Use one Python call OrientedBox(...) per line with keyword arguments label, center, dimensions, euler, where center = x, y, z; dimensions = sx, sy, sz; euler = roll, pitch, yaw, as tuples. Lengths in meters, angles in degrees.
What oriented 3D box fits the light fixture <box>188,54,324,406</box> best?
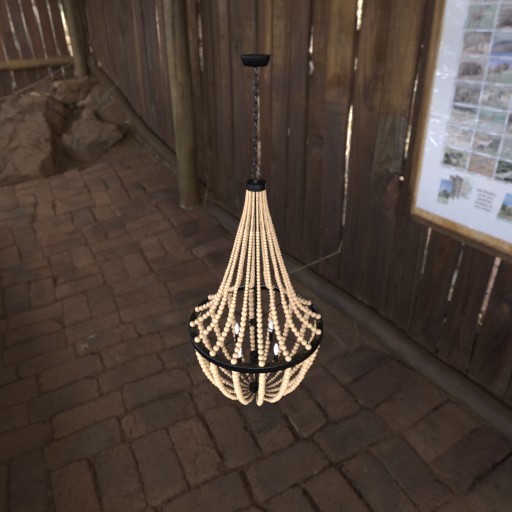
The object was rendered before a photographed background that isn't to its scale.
OrientedBox(label="light fixture", center=(0.000, 0.000, 1.368), dimensions=(0.450, 1.133, 0.450), euler=(0, 29, 0))
